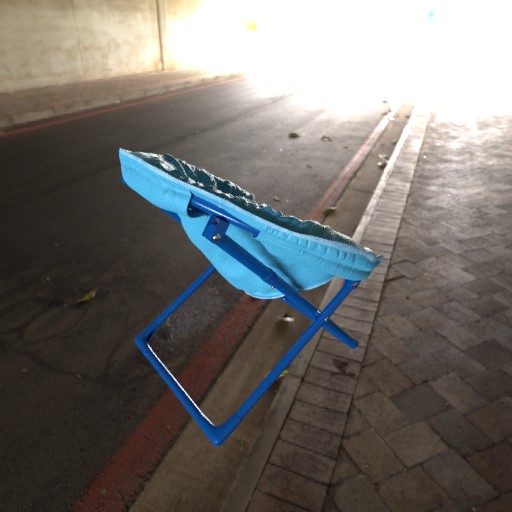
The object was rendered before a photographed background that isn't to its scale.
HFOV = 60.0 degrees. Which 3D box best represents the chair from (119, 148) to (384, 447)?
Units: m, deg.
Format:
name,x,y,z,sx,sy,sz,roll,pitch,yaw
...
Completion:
name,x,y,z,sx,sy,sz,roll,pitch,yaw
chair,0.000,0.000,0.902,0.465,0.478,0.520,-18,32,-32
